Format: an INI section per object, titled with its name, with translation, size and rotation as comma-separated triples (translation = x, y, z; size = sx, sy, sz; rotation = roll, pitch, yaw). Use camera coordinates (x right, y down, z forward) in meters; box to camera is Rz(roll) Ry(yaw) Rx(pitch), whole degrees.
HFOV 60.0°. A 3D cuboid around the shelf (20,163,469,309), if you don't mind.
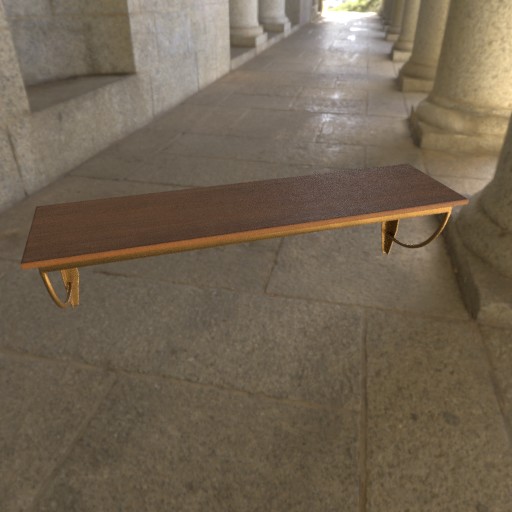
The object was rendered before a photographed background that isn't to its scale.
[shelf]
translation = 0.000, 0.000, 0.722
size = 0.636, 0.190, 0.166
rotation = -9, 33, -14
